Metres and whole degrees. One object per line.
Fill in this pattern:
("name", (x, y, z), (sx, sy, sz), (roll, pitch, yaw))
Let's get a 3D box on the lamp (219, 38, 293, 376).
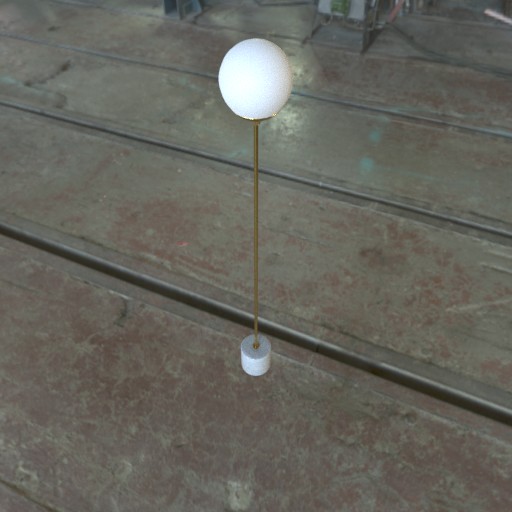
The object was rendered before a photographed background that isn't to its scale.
("lamp", (0.000, 0.000, 1.884), (0.224, 1.753, 0.224), (-16, 48, -14))
